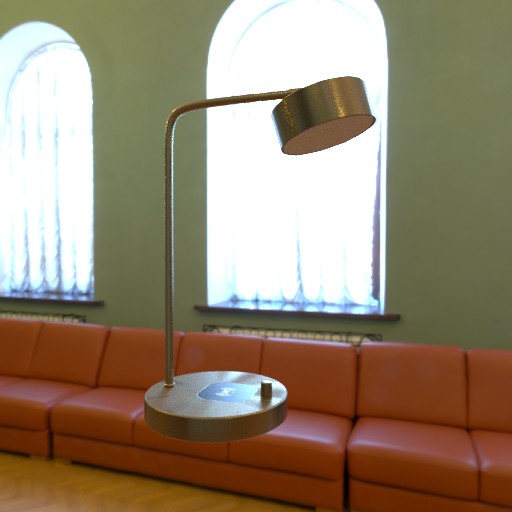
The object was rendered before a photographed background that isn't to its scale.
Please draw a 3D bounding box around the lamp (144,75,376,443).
[{"bbox_3d":[0.000,0.000,0.519,0.270,0.380,0.171,0,1,17],"label":"lamp"}]
